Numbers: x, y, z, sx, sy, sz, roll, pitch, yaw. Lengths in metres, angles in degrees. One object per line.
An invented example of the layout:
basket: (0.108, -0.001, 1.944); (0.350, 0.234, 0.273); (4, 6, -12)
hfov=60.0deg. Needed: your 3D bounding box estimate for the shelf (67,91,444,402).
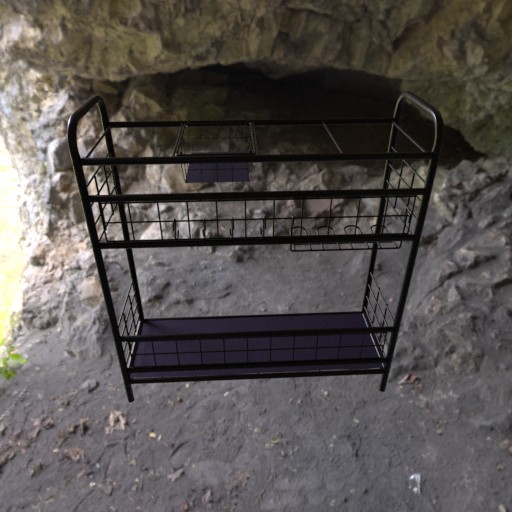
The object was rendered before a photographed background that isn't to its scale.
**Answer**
shelf: (0.000, 0.000, 1.511); (0.961, 1.026, 0.350); (-2, 33, -2)
